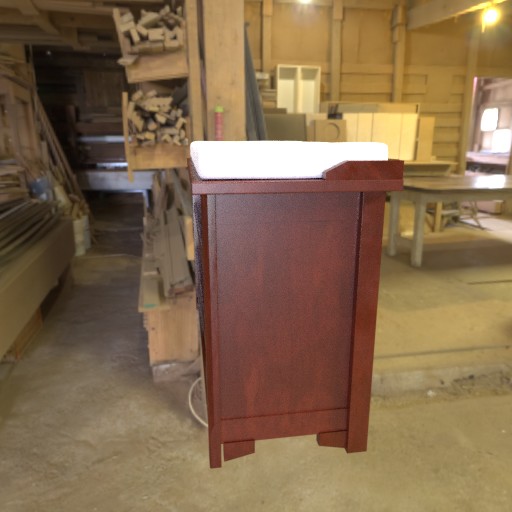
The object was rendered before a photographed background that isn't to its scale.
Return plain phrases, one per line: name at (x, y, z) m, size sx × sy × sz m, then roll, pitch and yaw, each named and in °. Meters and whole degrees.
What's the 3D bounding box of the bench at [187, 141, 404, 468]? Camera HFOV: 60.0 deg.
bench at (0.000, 0.000, 1.287) m, size 0.369 × 0.646 × 0.987 m, roll -2°, pitch 15°, yaw -9°
